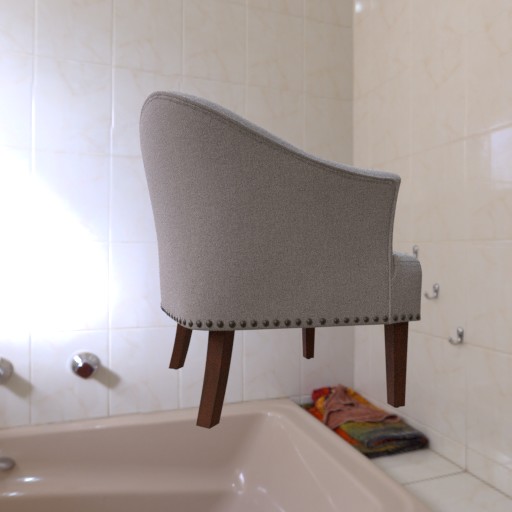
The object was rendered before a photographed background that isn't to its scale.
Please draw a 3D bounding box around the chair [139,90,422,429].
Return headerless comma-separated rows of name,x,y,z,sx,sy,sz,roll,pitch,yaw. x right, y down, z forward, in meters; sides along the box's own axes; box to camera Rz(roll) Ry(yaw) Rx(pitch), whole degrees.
chair,0.000,0.000,1.388,0.704,0.815,0.798,0,0,-17
